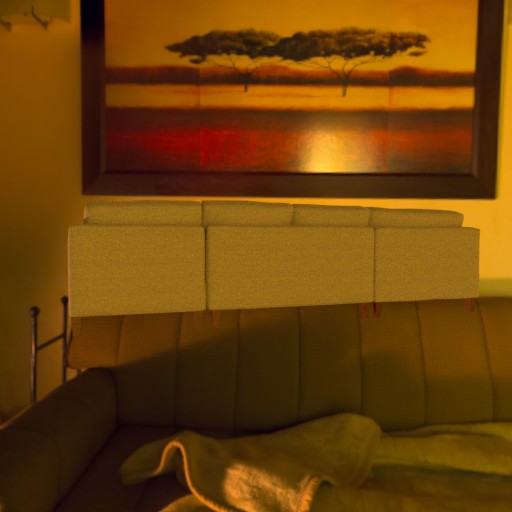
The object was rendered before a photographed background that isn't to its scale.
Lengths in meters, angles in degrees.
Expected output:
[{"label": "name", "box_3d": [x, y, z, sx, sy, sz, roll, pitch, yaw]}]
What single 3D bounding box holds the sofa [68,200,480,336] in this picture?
[{"label": "sofa", "box_3d": [0.000, 0.000, 4.652, 3.460, 0.961, 2.594, -1, 2, -18]}]
